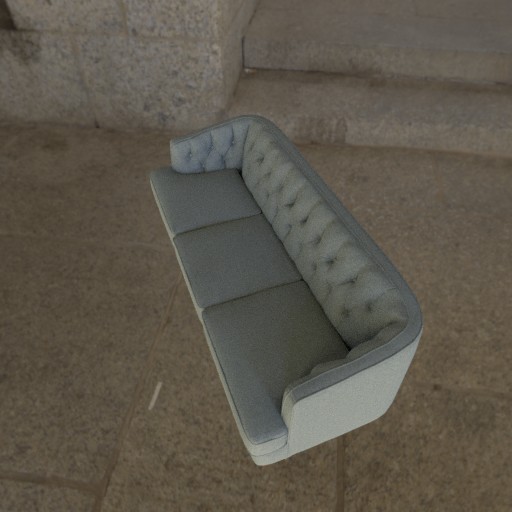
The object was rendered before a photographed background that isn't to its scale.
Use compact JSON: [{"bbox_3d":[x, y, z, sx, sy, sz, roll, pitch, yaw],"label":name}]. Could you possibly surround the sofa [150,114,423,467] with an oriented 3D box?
[{"bbox_3d":[0.000,0.000,2.808,0.941,0.855,2.278,-15,47,-15],"label":"sofa"}]
